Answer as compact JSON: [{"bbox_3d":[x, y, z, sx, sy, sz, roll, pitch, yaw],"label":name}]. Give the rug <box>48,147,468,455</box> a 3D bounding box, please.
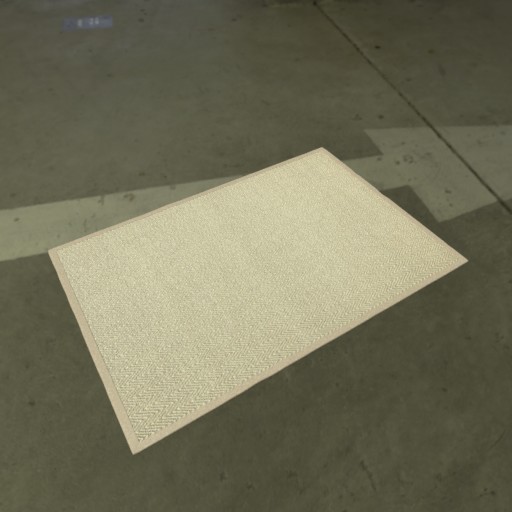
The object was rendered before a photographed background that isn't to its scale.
[{"bbox_3d":[0.000,0.000,2.898,2.290,0.021,1.540,-25,52,-21],"label":"rug"}]
